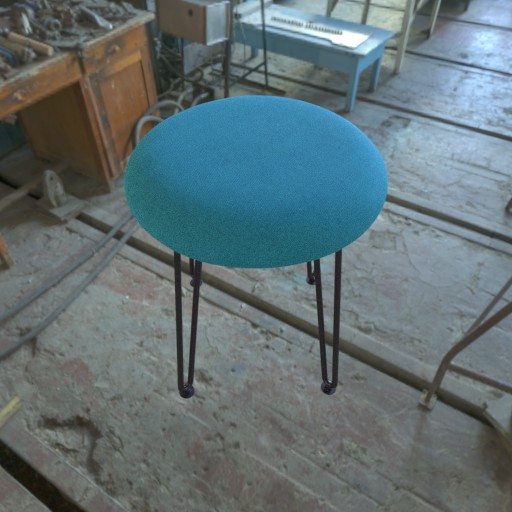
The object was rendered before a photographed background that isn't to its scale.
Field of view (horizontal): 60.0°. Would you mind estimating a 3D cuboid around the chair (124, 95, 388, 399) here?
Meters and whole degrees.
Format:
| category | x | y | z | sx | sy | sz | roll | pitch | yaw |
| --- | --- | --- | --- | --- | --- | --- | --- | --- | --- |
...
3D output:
| category | x | y | z | sx | sy | sz | roll | pitch | yaw |
| --- | --- | --- | --- | --- | --- | --- | --- | --- | --- |
| chair | 0.000 | 0.000 | 0.725 | 0.350 | 0.430 | 0.350 | -10 | 47 | -9 |
